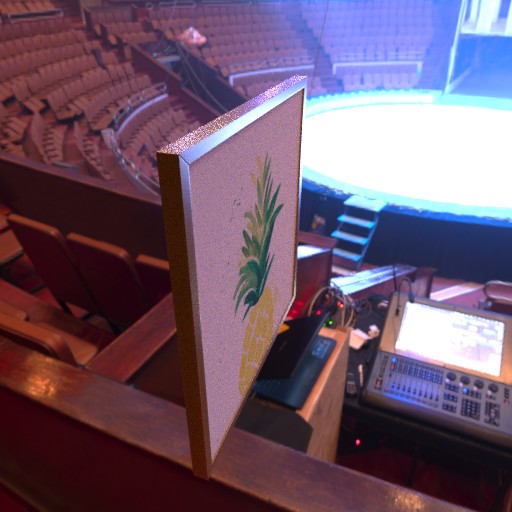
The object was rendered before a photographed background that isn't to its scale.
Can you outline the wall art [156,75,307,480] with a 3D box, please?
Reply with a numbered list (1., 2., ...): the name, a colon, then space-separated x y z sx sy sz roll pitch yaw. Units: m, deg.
1. wall art: 0.000 0.000 1.135 0.037 0.760 0.762 10 32 17
